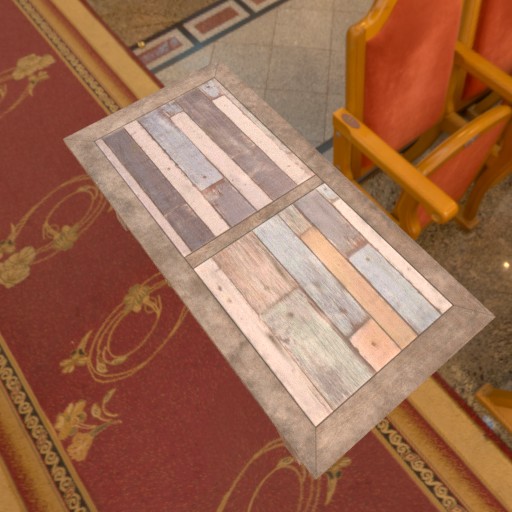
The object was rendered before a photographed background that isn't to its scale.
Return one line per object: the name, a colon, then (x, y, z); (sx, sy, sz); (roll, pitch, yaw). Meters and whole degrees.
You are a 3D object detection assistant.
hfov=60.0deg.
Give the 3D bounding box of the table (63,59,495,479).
table: (0.000, 0.000, 1.479); (0.610, 0.470, 1.219); (-34, 68, -16)
